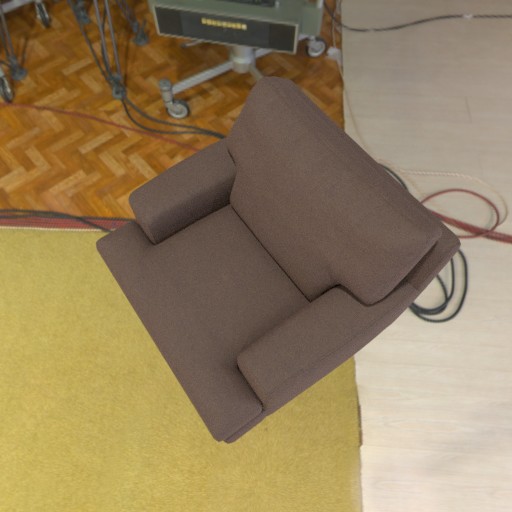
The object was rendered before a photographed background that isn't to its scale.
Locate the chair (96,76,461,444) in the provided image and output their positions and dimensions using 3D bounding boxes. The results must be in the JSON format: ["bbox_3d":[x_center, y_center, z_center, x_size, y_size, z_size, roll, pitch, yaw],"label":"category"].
[{"bbox_3d":[0.000,0.000,1.994,1.143,0.940,1.168,-32,67,-16],"label":"chair"}]
